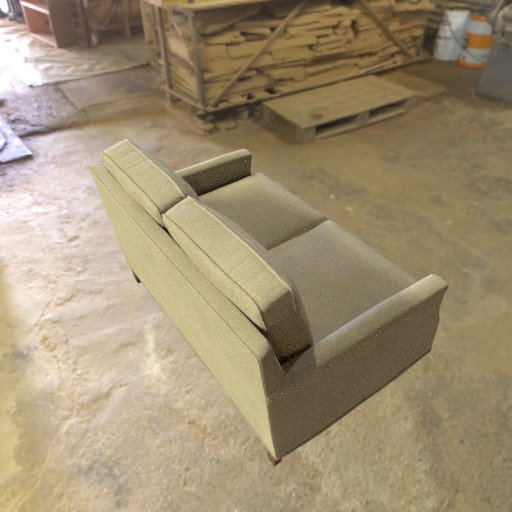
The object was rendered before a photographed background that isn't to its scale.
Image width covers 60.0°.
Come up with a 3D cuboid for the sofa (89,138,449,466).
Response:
[{"bbox_3d":[0.000,0.000,2.279,1.084,1.003,1.597,-25,46,-27],"label":"sofa"}]
